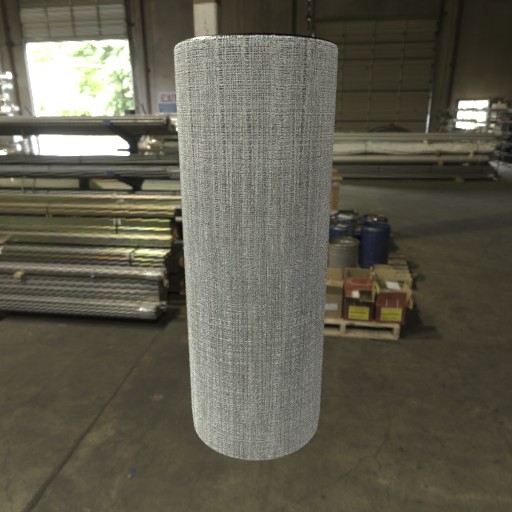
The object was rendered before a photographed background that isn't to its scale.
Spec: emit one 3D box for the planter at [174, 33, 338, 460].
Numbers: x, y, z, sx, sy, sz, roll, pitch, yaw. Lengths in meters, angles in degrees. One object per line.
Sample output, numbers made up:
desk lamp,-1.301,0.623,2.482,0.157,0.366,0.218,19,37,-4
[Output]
planter,0.000,0.000,0.313,0.100,0.270,0.100,2,18,7
